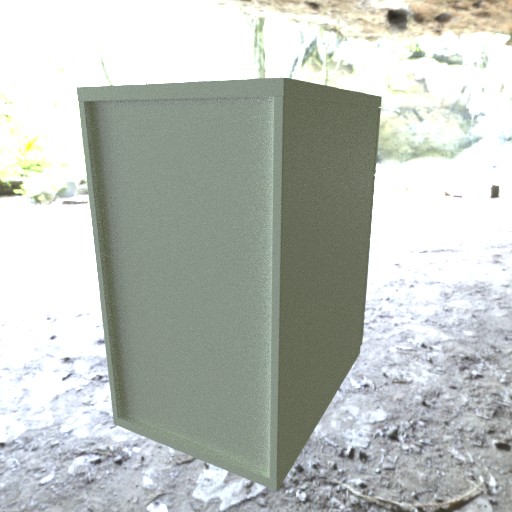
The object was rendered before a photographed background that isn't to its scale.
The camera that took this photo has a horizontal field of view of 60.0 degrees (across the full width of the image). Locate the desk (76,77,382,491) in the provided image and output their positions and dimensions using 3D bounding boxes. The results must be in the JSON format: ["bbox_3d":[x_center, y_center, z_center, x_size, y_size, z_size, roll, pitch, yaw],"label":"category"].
[{"bbox_3d":[0.000,0.000,1.054,0.404,0.730,0.600,9,19,26],"label":"desk"}]
